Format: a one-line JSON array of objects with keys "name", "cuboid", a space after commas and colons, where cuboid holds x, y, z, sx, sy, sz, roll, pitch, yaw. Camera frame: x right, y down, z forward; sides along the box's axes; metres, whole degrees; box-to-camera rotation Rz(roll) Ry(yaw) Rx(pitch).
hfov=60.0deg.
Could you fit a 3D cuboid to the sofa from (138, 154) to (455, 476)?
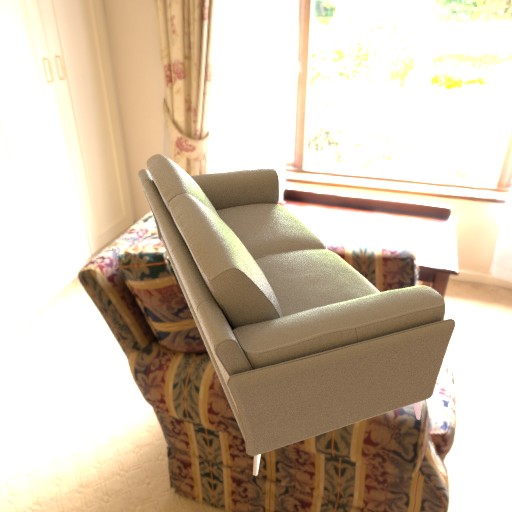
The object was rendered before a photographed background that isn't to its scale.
[{"name": "sofa", "cuboid": [0.000, 0.000, 2.607, 1.049, 0.930, 2.101, -10, 30, -18]}]
